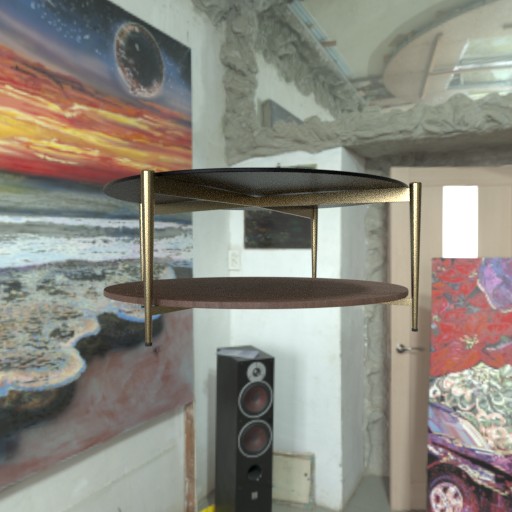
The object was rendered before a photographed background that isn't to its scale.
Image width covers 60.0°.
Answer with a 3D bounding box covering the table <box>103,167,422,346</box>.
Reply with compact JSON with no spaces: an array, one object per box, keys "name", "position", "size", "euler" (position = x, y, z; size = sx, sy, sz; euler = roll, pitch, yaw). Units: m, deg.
[{"name":"table","position":[0.000,0.000,1.440],"size":[0.938,0.400,0.938],"euler":[0,1,0]}]
